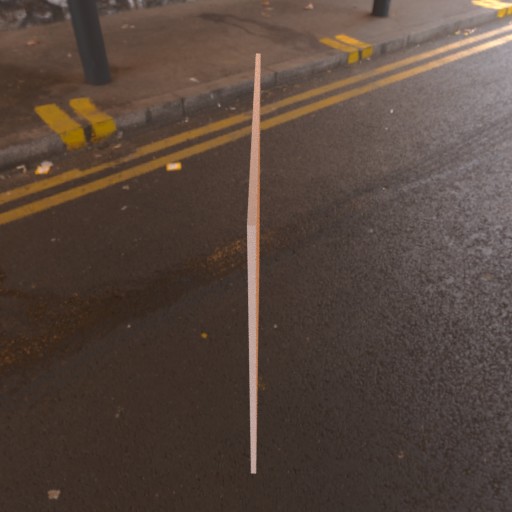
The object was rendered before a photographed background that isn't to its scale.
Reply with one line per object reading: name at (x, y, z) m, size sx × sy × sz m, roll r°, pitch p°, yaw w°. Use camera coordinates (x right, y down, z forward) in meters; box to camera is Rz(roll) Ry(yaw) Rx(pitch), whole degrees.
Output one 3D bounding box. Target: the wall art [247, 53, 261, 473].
wall art at (0.000, 0.000, 1.211) m, size 0.013 × 0.813 × 0.812 m, roll 1°, pitch 41°, yaw 1°
